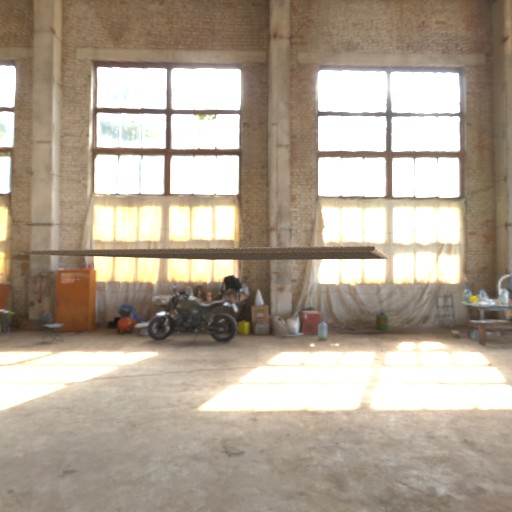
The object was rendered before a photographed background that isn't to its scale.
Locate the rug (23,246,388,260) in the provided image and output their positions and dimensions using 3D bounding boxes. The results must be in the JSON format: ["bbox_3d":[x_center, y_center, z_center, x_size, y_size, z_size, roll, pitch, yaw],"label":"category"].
[{"bbox_3d":[0.000,0.000,2.721,1.525,0.020,2.081,0,-1,18],"label":"rug"}]
